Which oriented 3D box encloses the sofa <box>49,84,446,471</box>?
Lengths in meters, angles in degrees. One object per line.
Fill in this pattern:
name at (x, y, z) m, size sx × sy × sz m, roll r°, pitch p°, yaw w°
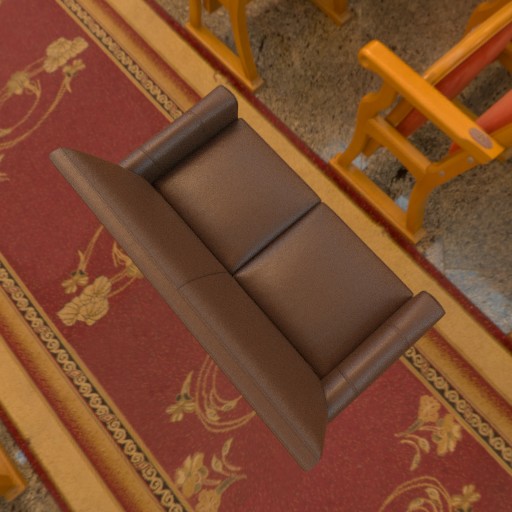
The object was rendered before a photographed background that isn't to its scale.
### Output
sofa at (0.000, 0.000, 2.027) m, size 0.853 × 0.859 × 1.468 m, roll -40°, pitch 78°, yaw -10°
